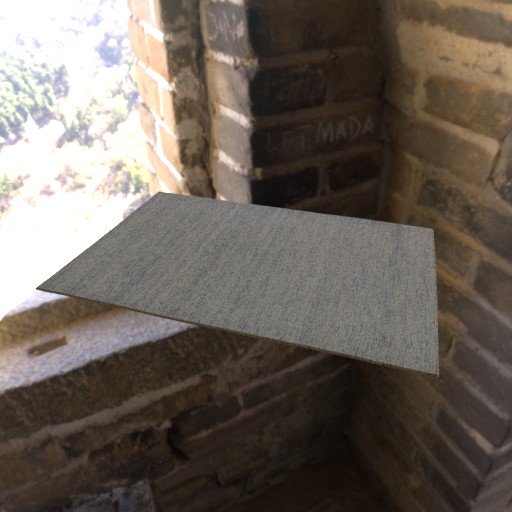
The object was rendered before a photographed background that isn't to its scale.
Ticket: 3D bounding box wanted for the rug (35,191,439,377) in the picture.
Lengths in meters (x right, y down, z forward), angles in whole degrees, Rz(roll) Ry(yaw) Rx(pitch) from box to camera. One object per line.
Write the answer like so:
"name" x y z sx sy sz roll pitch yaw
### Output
"rug" 0.000 0.000 2.941 2.263 0.017 1.523 10 33 15
